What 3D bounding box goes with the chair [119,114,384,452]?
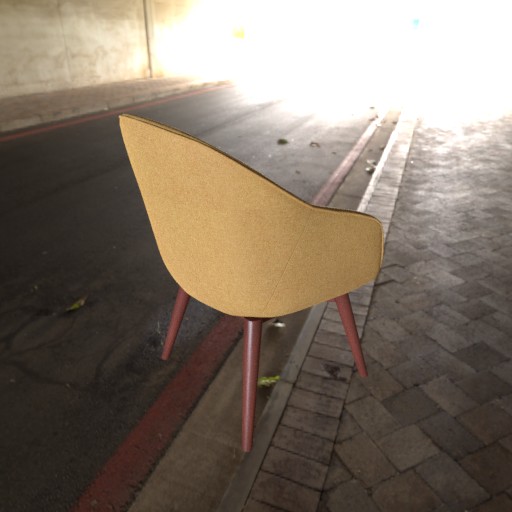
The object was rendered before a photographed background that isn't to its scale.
[{"bbox_3d":[0.000,0.000,1.263,0.635,0.823,0.596,-19,32,-33],"label":"chair"}]
